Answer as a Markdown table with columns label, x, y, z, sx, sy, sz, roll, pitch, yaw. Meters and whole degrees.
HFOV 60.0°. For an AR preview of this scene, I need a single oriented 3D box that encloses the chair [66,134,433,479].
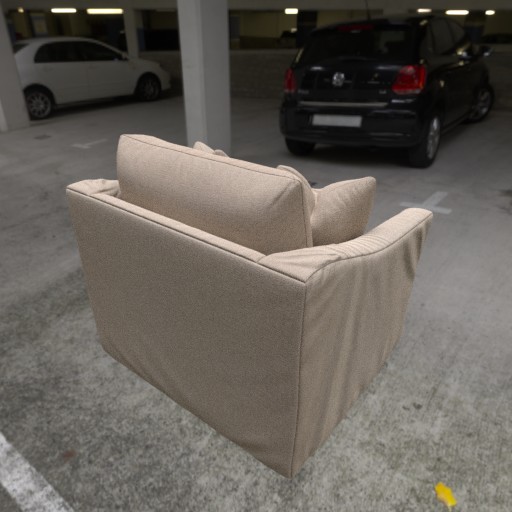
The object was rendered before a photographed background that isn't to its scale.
| label | x | y | z | sx | sy | sz | roll | pitch | yaw |
| --- | --- | --- | --- | --- | --- | --- | --- | --- | --- |
| chair | 0.000 | 0.000 | 2.006 | 1.194 | 1.093 | 1.071 | 21 | 36 | 33 |
